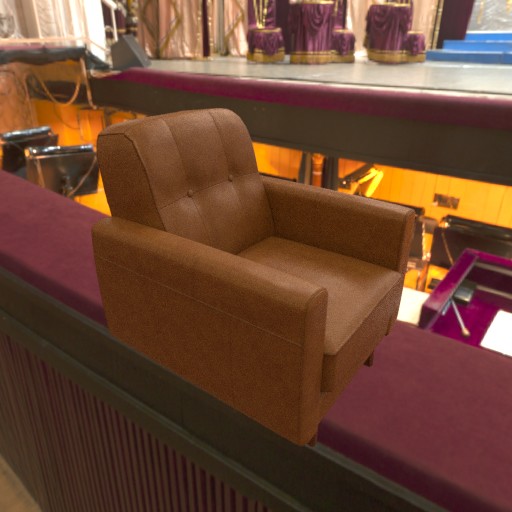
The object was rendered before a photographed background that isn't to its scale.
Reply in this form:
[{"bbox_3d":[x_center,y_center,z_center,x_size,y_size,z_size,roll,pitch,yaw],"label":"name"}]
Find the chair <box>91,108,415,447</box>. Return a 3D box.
[{"bbox_3d":[0.000,0.000,1.655,0.942,0.968,0.845,18,31,31],"label":"chair"}]
